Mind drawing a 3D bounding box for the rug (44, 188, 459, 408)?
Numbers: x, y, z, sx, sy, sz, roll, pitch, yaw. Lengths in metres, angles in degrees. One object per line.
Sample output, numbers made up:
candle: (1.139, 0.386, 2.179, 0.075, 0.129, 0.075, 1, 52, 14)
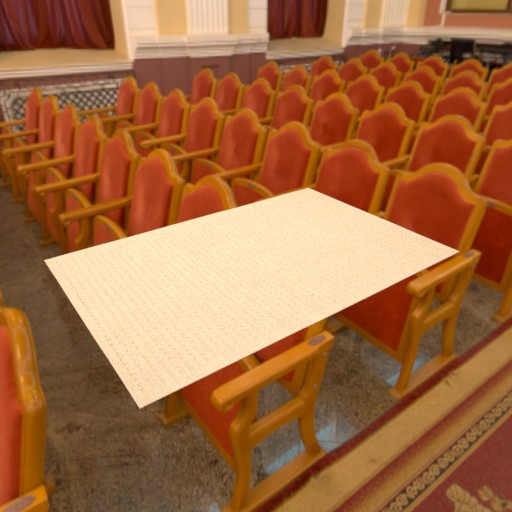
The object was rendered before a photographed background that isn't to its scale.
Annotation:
rug: (0.000, 0.000, 2.929, 2.289, 0.006, 1.523, -19, 34, -31)
